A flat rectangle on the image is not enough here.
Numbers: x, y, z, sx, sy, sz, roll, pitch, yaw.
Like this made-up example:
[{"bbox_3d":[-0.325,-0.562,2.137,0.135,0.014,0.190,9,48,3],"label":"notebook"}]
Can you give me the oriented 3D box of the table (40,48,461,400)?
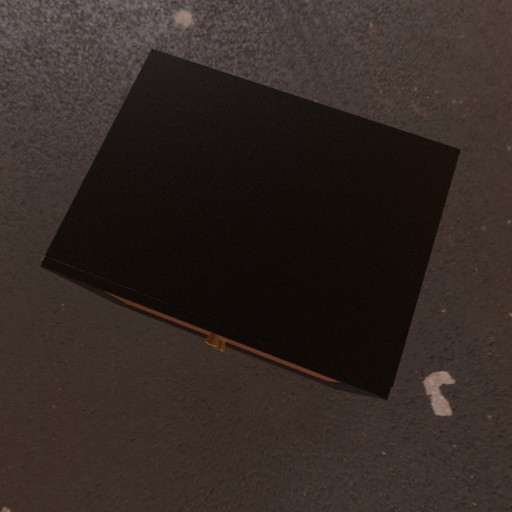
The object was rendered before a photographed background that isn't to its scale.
[{"bbox_3d":[0.000,0.000,0.993,0.564,0.584,0.441,20,76,5],"label":"table"}]
